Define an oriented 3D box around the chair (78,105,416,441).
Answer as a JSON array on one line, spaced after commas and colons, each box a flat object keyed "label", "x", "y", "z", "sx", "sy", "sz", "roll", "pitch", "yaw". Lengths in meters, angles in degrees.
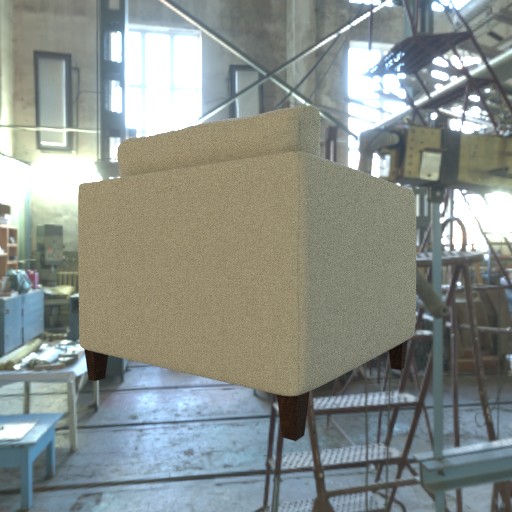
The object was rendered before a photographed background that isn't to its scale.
[{"label": "chair", "x": 0.000, "y": 0.000, "z": 1.731, "sx": 0.996, "sy": 0.919, "sz": 0.959, "roll": 1, "pitch": 1, "yaw": 36}]
